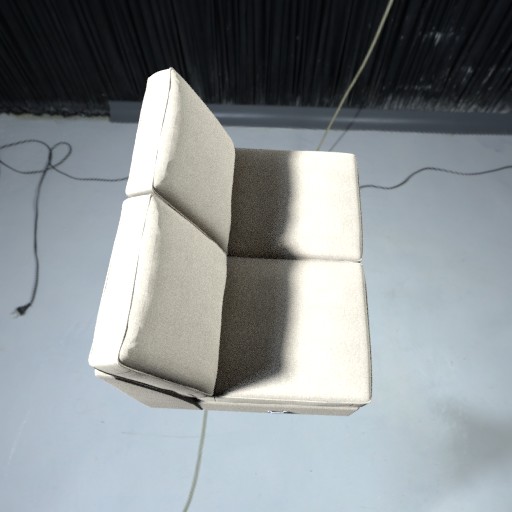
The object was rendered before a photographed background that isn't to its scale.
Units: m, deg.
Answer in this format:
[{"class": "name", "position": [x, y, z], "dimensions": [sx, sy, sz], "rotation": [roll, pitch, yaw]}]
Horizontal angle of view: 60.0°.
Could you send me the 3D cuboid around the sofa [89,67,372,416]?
[{"class": "sofa", "position": [0.000, 0.000, 1.958], "dimensions": [0.978, 1.006, 1.232], "rotation": [2, 64, 1]}]
